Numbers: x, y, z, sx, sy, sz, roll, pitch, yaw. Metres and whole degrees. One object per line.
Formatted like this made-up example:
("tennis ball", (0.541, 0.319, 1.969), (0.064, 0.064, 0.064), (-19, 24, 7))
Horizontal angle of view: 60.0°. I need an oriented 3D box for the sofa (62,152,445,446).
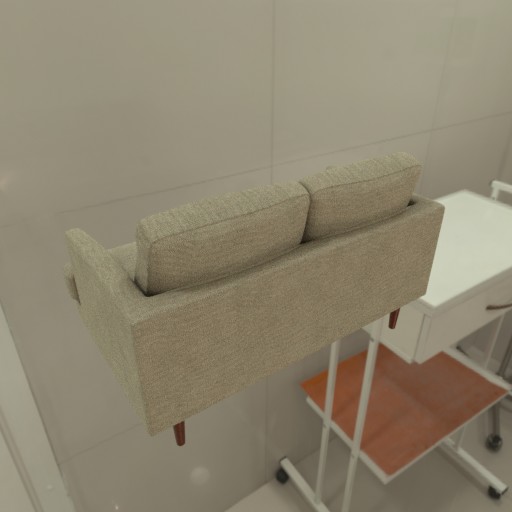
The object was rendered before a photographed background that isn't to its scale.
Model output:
("sofa", (0.000, 0.000, 2.114), (1.582, 0.944, 0.903), (-19, 35, -30))
